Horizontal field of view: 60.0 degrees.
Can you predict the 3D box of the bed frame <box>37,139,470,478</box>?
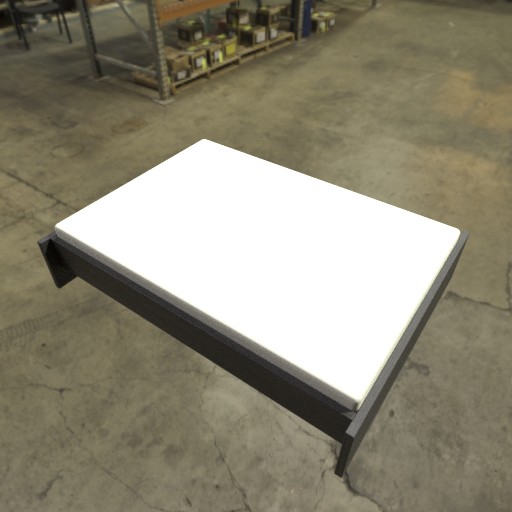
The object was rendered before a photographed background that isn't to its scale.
[{"bbox_3d":[0.000,0.000,2.605,1.950,0.432,1.490,25,47,26],"label":"bed frame"}]
